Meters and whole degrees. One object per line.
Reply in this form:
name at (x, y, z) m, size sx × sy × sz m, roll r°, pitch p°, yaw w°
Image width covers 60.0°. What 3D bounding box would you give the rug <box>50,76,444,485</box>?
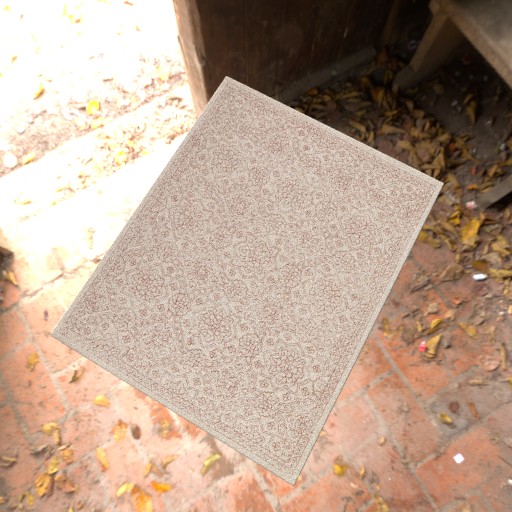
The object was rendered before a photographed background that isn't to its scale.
rug at (0.000, 0.000, 4.087) m, size 2.441 × 0.015 × 3.050 m, roll 29°, pitch 77°, yaw 7°
